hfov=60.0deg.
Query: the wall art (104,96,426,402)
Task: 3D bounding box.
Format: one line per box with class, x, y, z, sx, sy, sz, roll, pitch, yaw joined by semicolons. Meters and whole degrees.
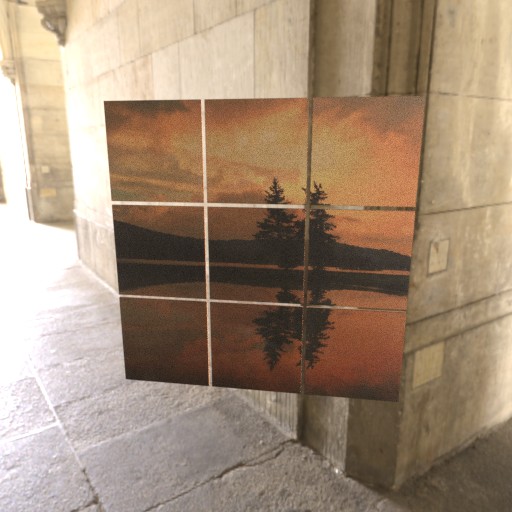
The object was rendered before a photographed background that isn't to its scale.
wall art;0.000;0.000;1.813;1.216;1.218;0.013;2;14;9
